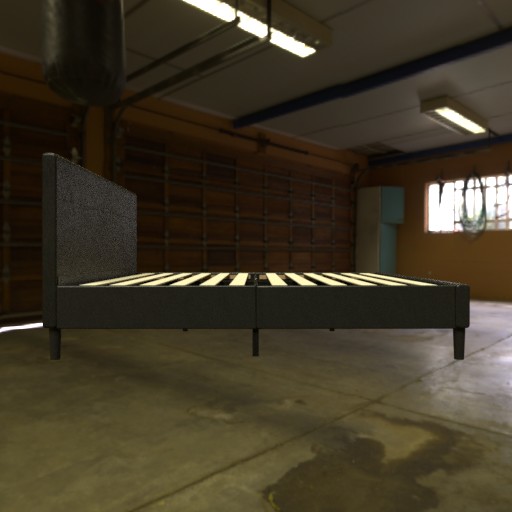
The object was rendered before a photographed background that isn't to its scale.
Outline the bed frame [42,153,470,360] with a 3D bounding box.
[{"bbox_3d":[0.000,0.000,3.209,2.318,1.127,1.634,0,0,0],"label":"bed frame"}]
